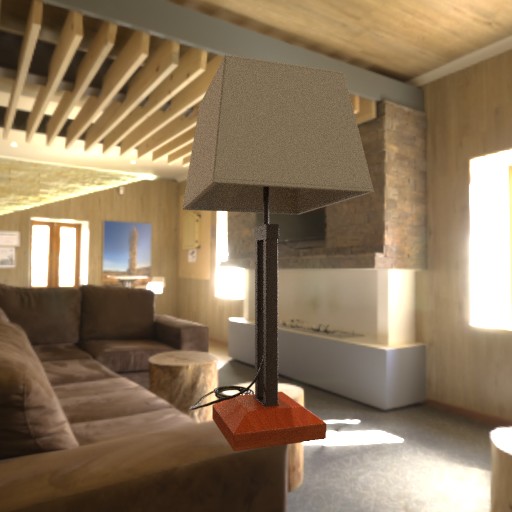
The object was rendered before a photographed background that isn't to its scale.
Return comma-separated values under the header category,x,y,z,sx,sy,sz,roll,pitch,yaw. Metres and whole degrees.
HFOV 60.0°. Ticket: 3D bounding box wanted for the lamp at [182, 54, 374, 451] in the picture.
category,x,y,z,sx,sy,sz,roll,pitch,yaw
lamp,0.000,0.000,1.018,0.310,0.737,0.498,1,-2,-17
